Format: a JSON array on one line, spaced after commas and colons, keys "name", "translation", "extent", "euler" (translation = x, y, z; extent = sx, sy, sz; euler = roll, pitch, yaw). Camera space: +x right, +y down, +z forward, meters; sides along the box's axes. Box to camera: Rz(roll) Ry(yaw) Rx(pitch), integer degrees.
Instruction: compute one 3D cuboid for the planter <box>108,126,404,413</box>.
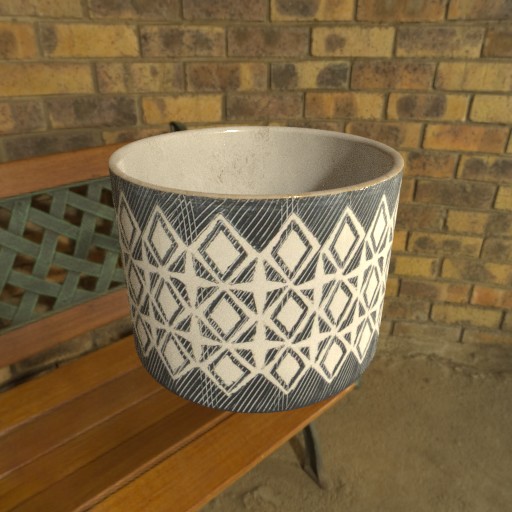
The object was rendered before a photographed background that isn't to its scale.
[{"name": "planter", "translation": [0.000, 0.000, 0.220], "extent": [0.126, 0.104, 0.126], "euler": [0, 26, 0]}]
